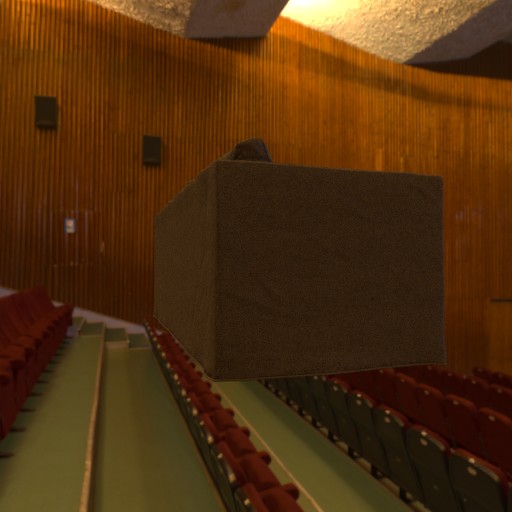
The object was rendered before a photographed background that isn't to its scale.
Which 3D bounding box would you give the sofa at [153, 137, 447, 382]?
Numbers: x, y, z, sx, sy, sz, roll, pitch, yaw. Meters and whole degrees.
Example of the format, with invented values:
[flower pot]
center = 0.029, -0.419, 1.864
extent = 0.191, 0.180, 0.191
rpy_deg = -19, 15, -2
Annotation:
[sofa]
center = 0.000, 0.000, 2.488
extent = 0.953, 0.855, 1.982
rpy_deg = 0, -1, -19
